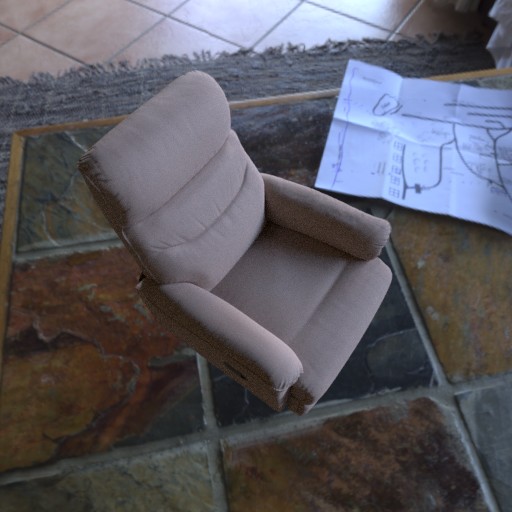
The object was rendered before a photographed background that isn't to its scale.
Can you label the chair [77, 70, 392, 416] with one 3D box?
[{"bbox_3d":[0.000,0.000,1.761,1.004,1.037,0.820,31,63,18],"label":"chair"}]
